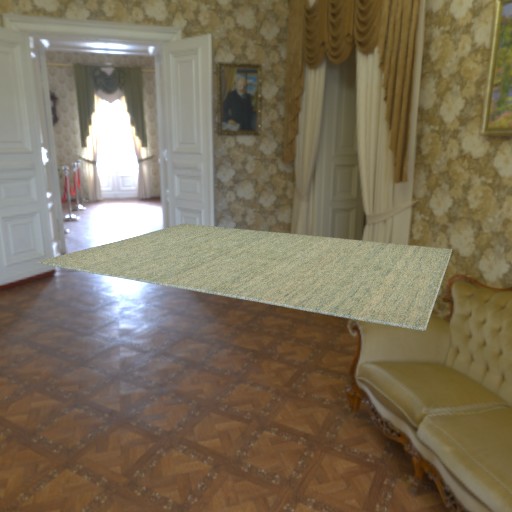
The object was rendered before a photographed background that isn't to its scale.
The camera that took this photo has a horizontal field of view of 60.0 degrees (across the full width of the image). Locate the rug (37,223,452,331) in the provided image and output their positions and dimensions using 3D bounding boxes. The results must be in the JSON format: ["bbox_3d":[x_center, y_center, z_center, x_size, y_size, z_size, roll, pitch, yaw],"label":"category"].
[{"bbox_3d":[0.000,0.000,2.920,2.283,0.013,1.547,7,16,26],"label":"rug"}]
